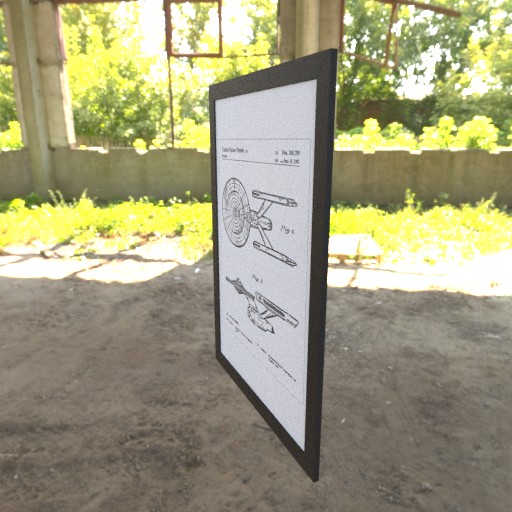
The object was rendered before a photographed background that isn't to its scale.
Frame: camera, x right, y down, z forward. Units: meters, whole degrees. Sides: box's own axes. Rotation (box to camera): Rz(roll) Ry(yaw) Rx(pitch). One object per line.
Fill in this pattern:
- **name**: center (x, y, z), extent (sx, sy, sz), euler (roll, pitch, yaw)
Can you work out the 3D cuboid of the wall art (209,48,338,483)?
- **wall art**: center (0.000, 0.000, 0.686), extent (0.008, 0.530, 0.379), euler (-7, 17, -24)
